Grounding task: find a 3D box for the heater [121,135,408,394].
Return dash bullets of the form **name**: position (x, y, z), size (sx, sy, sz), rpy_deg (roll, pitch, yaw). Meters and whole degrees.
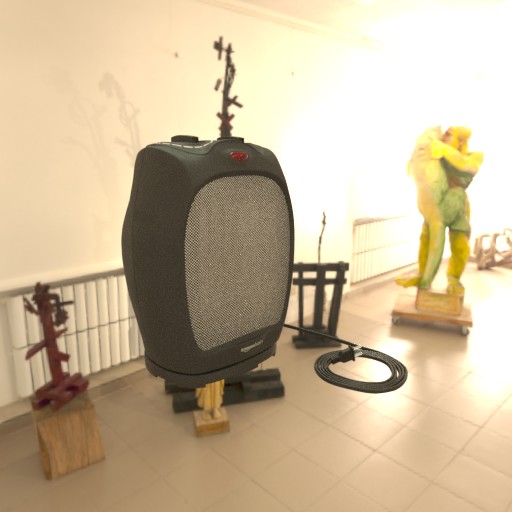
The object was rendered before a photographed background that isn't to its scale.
- **heater**: position (0.000, 0.000, 0.484), size (0.239, 0.255, 0.291), rpy_deg (-13, 19, -42)
